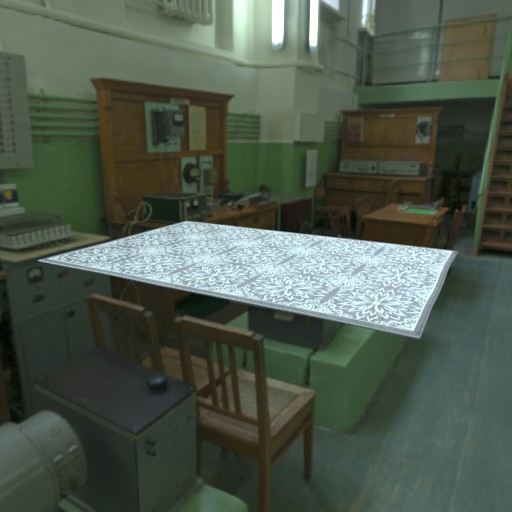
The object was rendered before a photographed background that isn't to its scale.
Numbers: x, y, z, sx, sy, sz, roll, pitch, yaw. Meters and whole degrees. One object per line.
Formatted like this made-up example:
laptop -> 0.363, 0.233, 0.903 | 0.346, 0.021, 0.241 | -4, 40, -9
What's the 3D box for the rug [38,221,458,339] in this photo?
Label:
rug -> 0.000, 0.000, 3.463 | 2.746, 0.018, 1.819 | 8, 17, 28
